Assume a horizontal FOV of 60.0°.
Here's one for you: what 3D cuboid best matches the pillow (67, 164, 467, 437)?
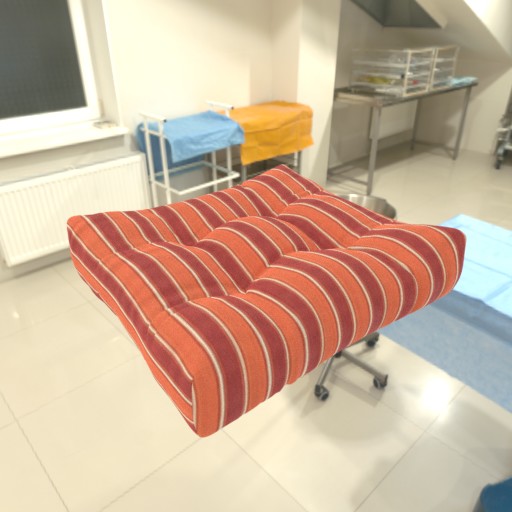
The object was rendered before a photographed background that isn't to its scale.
[{"bbox_3d":[0.000,0.000,0.727,0.490,0.133,0.468,-20,35,-31],"label":"pillow"}]
